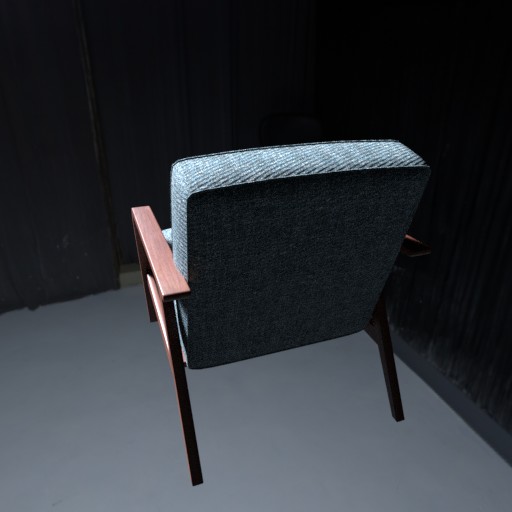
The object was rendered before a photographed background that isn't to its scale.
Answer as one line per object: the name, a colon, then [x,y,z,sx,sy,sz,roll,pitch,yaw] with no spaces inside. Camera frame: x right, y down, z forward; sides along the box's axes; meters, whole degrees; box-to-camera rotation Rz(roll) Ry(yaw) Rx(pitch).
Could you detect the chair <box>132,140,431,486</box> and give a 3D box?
chair: [0.000,0.000,1.481,0.719,0.864,0.889,-9,28,-18]
